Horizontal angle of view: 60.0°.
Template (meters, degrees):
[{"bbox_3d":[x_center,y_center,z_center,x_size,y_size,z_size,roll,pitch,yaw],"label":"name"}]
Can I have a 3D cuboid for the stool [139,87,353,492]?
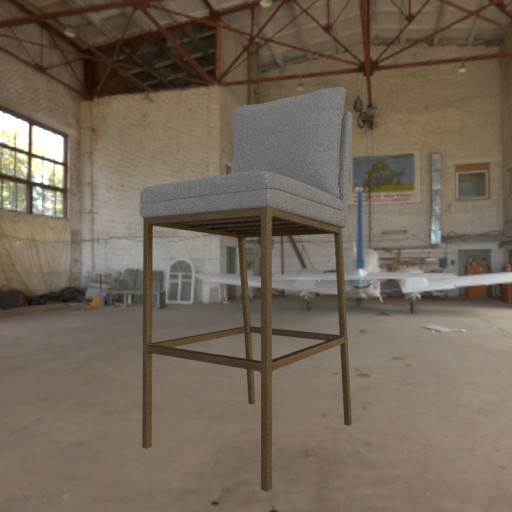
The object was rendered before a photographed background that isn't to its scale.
[{"bbox_3d":[0.000,0.000,1.409,0.463,1.132,0.569,-1,-1,35],"label":"stool"}]
